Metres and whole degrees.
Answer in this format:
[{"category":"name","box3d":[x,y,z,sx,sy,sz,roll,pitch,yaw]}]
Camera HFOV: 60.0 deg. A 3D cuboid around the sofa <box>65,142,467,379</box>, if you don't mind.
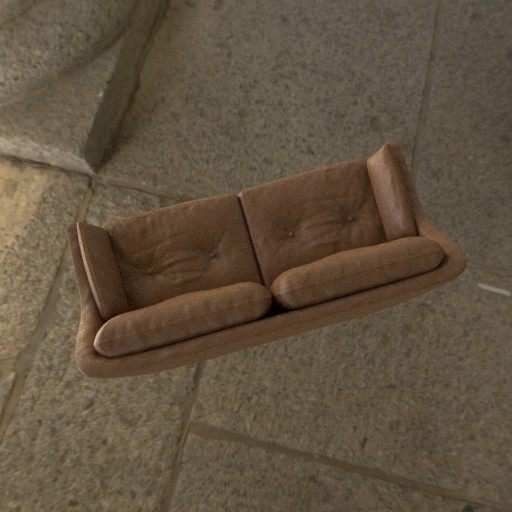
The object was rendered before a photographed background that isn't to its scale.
[{"category":"sofa","box3d":[0.000,0.000,2.419,1.902,0.839,0.904,-15,75,-4]}]
